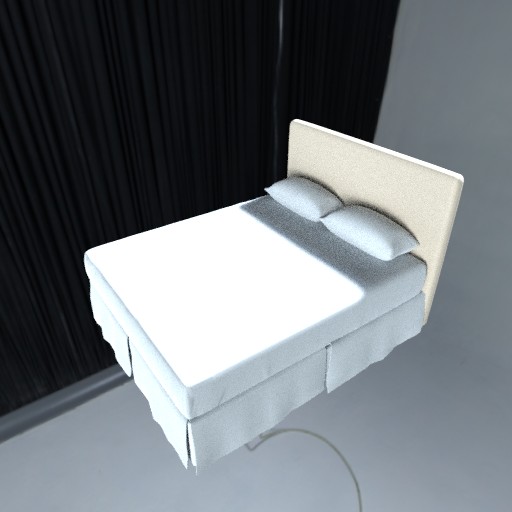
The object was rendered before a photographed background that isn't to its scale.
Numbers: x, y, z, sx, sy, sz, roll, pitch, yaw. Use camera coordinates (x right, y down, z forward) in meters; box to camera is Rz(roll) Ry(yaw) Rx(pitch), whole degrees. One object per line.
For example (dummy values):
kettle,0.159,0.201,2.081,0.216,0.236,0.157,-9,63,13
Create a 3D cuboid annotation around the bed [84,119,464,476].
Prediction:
bed,0.000,0.000,3.245,2.142,1.330,1.748,-21,38,-30
